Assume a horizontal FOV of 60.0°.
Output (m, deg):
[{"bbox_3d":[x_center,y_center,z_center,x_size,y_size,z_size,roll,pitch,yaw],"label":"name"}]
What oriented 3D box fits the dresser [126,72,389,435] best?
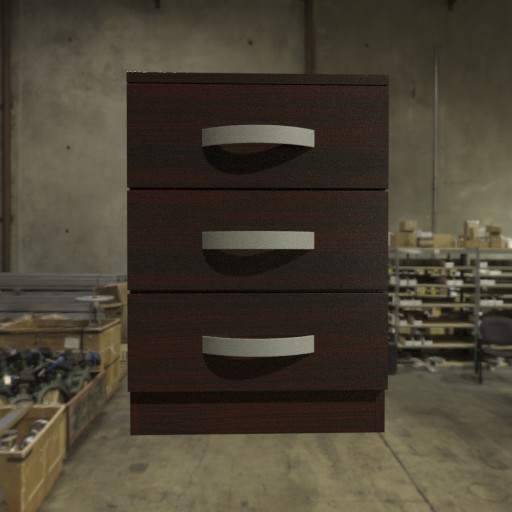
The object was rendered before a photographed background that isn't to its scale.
[{"bbox_3d":[0.000,0.000,0.831,0.400,0.560,0.360,0,1,-2],"label":"dresser"}]
